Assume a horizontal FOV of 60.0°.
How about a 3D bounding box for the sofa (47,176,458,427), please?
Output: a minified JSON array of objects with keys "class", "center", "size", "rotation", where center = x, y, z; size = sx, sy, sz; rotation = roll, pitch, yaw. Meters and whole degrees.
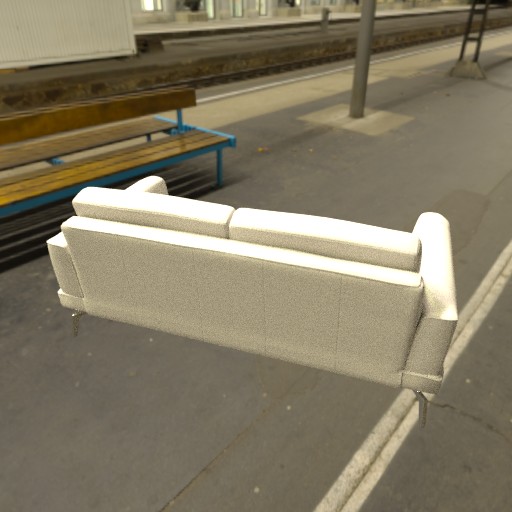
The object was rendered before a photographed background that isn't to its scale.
[{"class":"sofa","center":[0.000,0.000,2.646],"size":[2.177,0.930,1.121],"rotation":[10,32,16]}]
